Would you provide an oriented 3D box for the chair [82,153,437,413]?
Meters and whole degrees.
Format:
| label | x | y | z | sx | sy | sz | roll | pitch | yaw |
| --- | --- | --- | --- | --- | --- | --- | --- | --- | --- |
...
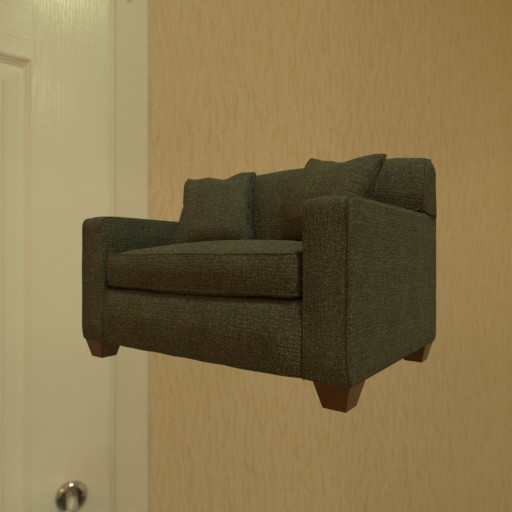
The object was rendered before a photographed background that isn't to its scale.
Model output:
| label | x | y | z | sx | sy | sz | roll | pitch | yaw |
| --- | --- | --- | --- | --- | --- | --- | --- | --- | --- |
| chair | 0.000 | 0.000 | 2.061 | 1.383 | 0.948 | 1.000 | 0 | 0 | 36 |
